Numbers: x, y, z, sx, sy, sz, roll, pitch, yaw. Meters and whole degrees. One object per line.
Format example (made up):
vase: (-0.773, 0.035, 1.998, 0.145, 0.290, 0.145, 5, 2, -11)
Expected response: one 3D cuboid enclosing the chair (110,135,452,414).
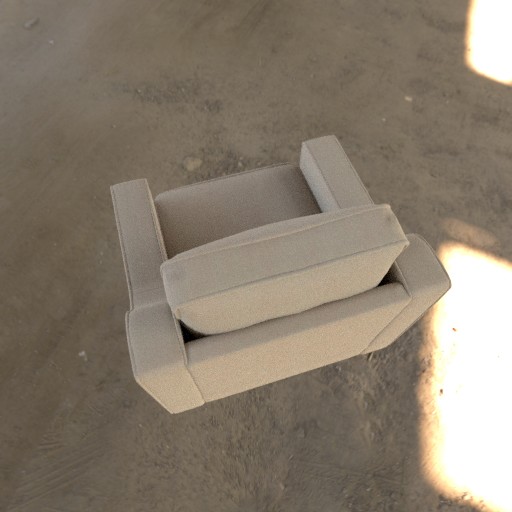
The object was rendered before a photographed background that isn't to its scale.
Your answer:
chair: (0.000, 0.000, 1.668, 0.922, 0.948, 0.882, -15, 60, -9)
